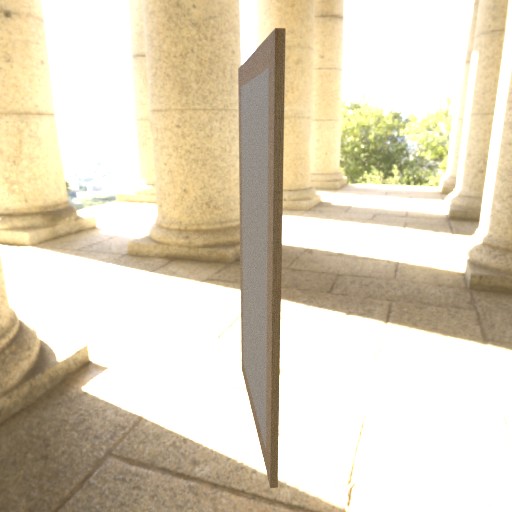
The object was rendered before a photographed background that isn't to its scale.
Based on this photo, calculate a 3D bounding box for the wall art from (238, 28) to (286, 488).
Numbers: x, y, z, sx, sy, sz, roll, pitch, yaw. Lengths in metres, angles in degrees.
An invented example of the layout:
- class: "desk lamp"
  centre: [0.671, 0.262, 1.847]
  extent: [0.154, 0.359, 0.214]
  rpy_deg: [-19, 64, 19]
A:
- class: "wall art"
  centre: [0.000, 0.000, 0.813]
  extent: [0.013, 0.683, 0.381]
  rpy_deg: [-2, 16, -9]
